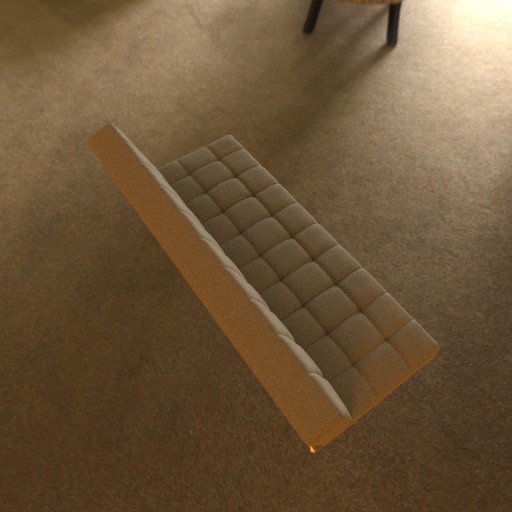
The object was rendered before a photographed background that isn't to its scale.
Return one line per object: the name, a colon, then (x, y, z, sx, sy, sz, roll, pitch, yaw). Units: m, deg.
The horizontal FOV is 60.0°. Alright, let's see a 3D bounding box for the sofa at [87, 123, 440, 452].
sofa: (0.000, 0.000, 2.280, 0.860, 0.810, 1.800, -31, 62, -19)
